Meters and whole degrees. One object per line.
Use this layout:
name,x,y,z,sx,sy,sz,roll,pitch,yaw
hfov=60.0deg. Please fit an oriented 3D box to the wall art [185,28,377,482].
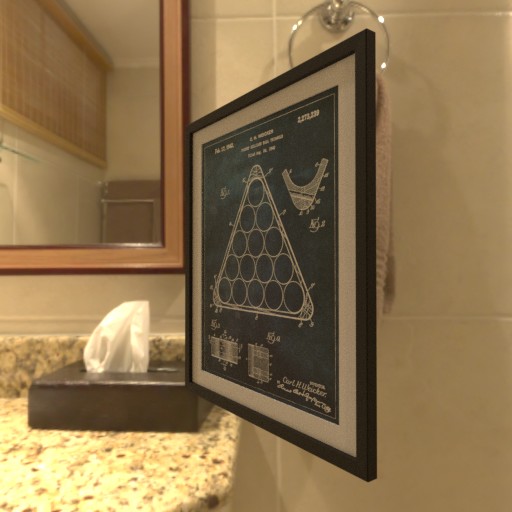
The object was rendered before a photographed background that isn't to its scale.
wall art,0.000,0.000,1.155,0.028,0.863,0.755,1,-1,-36
